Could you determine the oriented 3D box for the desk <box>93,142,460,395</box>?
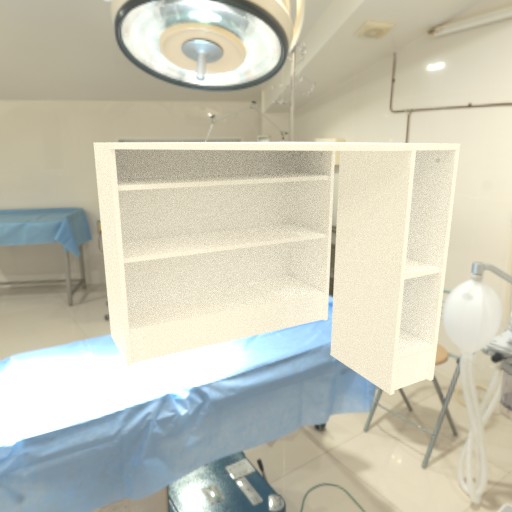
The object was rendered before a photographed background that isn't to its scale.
[{"bbox_3d":[0.000,0.000,1.657,0.940,0.818,0.926,-8,17,-27],"label":"desk"}]
